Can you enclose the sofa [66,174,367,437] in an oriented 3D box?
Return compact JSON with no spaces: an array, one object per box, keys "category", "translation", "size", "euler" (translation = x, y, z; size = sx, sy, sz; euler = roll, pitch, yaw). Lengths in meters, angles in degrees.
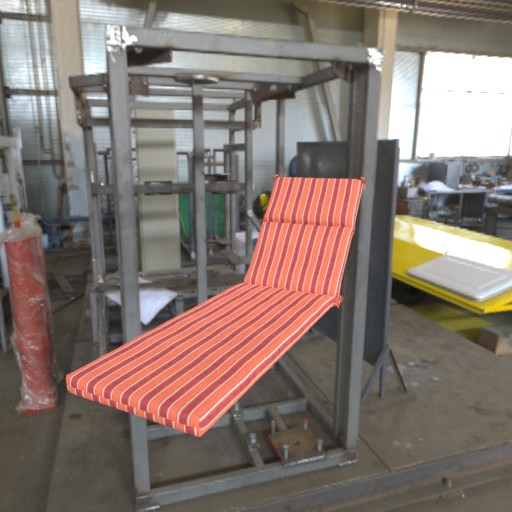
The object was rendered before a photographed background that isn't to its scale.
[{"category":"sofa","translation":[0.000,0.000,1.942],"size":[0.582,0.622,1.663],"euler":[7,15,26]}]
